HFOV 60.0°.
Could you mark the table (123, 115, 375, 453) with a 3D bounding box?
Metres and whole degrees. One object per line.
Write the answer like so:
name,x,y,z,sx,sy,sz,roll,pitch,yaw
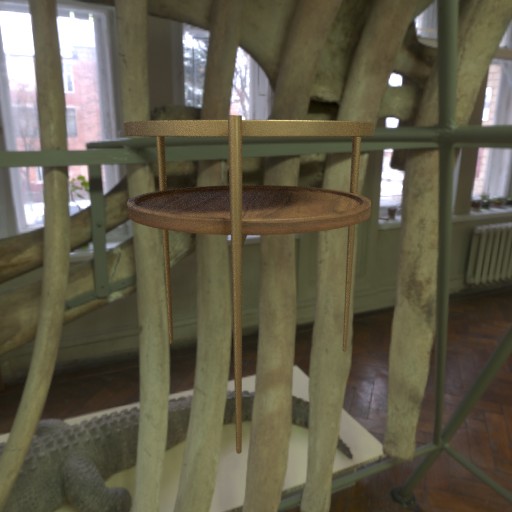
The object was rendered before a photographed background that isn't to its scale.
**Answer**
table,0.000,0.000,0.841,0.456,0.493,0.430,-7,17,-24
